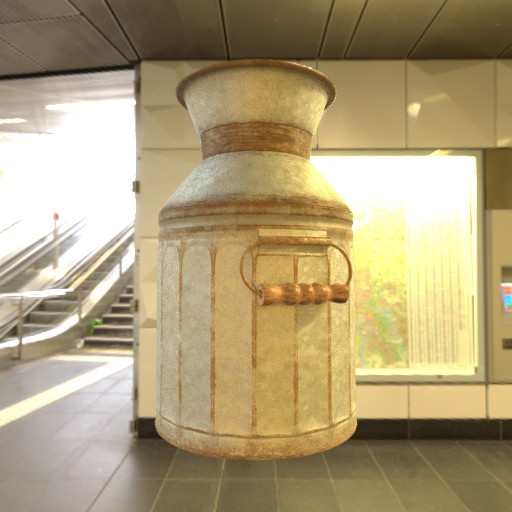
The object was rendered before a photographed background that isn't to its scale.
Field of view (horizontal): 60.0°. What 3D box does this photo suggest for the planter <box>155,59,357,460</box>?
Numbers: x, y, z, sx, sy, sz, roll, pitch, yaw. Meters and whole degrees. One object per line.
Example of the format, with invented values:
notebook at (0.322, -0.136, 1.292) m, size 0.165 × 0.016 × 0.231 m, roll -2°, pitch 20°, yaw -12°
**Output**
planter at (0.000, 0.000, 0.489) m, size 0.215 × 0.358 × 0.248 m, roll 1°, pitch -2°, yaw -19°
